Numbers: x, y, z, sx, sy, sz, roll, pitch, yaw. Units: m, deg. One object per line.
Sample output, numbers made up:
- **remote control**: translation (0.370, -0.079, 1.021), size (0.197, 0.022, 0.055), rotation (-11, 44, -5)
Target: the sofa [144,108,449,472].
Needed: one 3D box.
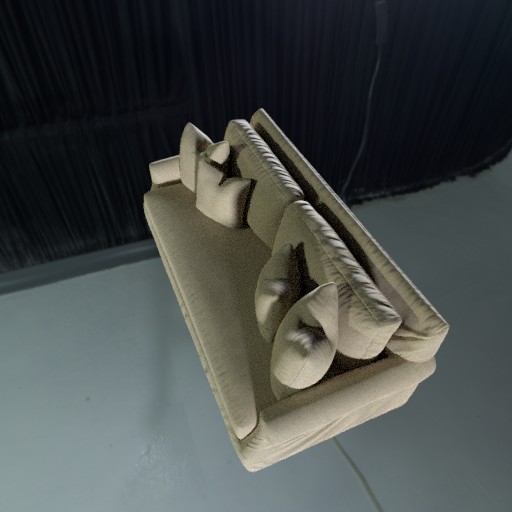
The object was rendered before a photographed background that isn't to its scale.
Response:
- **sofa**: translation (0.000, 0.000, 2.844), size (1.067, 0.904, 2.285), rotation (-17, 50, -16)
